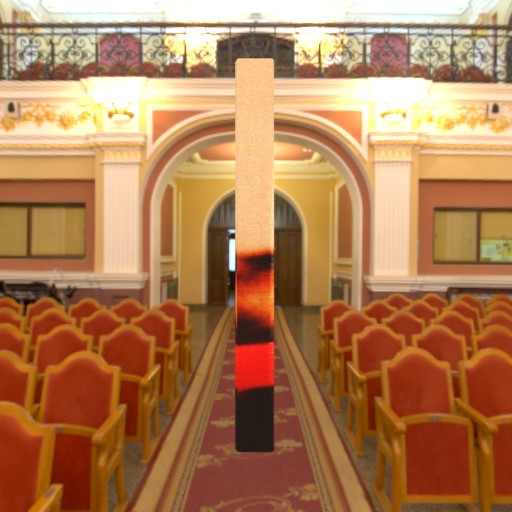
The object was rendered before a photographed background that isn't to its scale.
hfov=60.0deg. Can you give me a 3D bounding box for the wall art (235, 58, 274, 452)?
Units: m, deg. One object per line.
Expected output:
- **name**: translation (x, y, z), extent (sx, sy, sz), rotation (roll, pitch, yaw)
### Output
- **wall art**: translation (0.000, 0.000, 0.758), extent (0.040, 0.402, 0.613), rotation (0, 0, 0)
